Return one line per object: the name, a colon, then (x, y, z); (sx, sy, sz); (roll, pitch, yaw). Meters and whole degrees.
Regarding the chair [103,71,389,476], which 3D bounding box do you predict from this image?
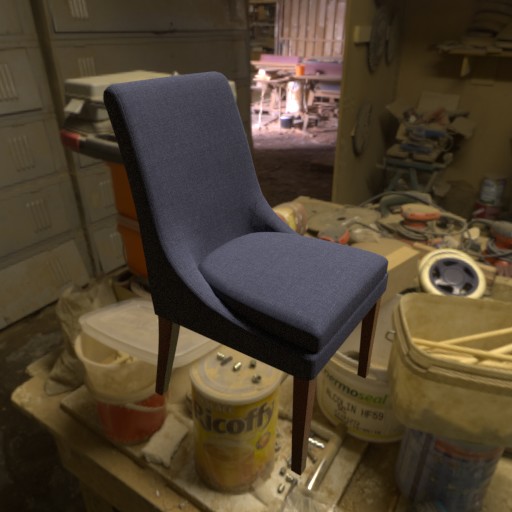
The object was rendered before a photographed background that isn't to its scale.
chair: (0.000, 0.000, 1.310); (0.655, 0.952, 0.508); (18, 33, 30)
